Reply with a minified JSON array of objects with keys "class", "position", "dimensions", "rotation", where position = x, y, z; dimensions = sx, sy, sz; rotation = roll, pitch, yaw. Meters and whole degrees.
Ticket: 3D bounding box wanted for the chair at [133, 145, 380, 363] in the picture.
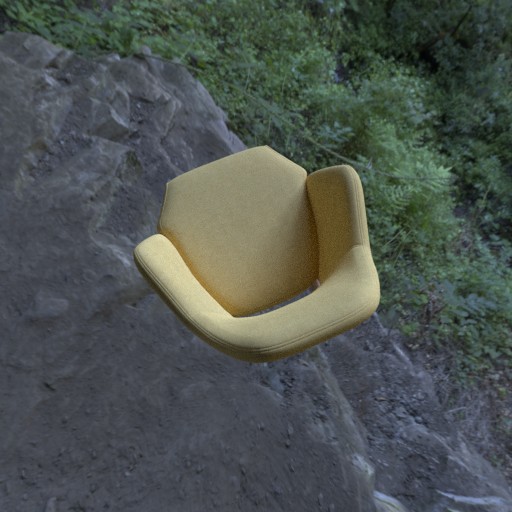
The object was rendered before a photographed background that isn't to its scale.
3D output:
[{"class":"chair","position":[0.000,0.000,1.271],"dimensions":[0.590,0.840,0.610],"rotation":[-22,75,-6]}]
